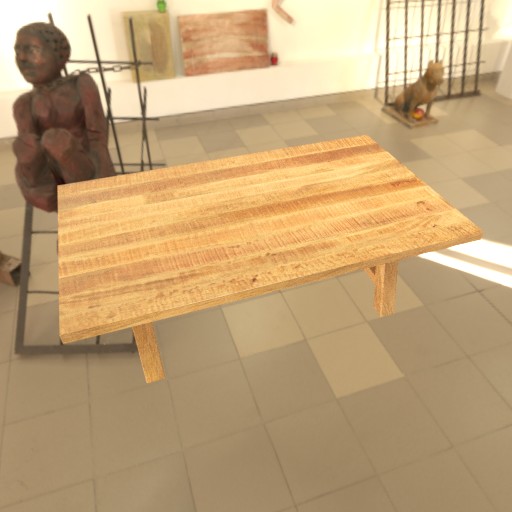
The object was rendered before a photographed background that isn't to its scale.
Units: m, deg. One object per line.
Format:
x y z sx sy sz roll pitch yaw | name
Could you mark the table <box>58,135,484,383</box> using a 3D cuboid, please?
0.000 0.000 1.710 1.320 0.455 0.760 -13 42 -14 | table
